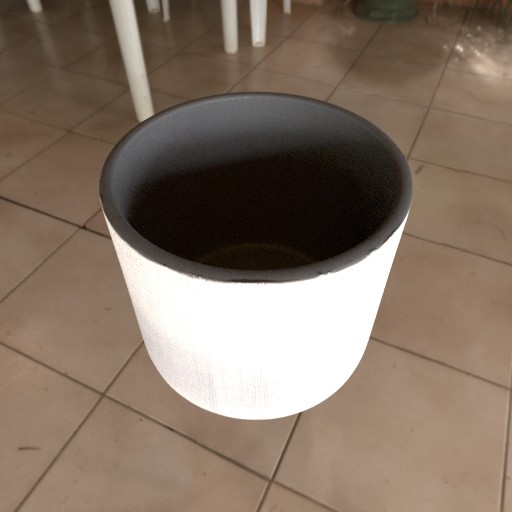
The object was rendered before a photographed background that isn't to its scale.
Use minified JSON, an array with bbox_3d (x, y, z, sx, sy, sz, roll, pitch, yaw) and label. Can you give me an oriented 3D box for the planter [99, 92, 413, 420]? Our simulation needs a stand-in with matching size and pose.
[{"bbox_3d":[0.000,0.000,0.440,0.254,0.221,0.254,0,47,0],"label":"planter"}]
